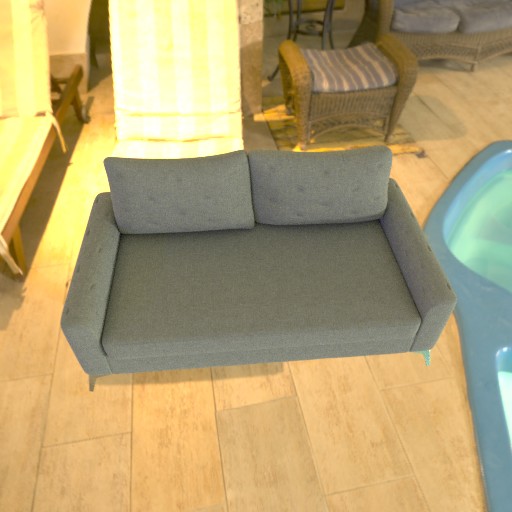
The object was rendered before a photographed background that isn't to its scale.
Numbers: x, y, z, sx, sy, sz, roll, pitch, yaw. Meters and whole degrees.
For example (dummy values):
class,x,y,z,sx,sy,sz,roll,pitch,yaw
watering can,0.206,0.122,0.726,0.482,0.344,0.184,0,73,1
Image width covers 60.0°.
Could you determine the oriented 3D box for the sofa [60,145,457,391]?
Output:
class,x,y,z,sx,sy,sz,roll,pitch,yaw
sofa,0.000,0.000,2.139,1.650,0.790,0.920,-3,45,-3
